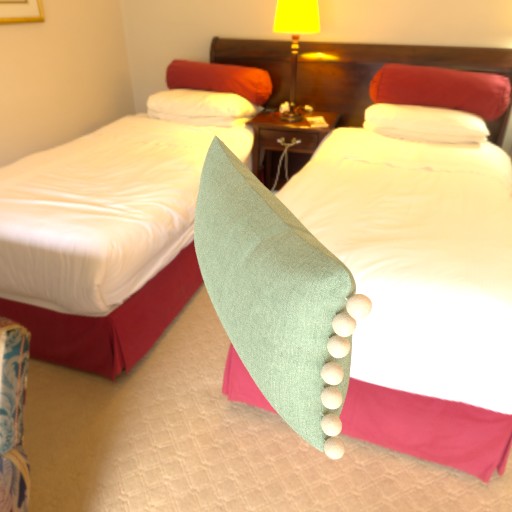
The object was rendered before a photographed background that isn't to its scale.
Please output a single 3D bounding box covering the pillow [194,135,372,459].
[{"bbox_3d":[0.000,0.000,0.838,0.201,0.322,0.709,-9,31,-15],"label":"pillow"}]
